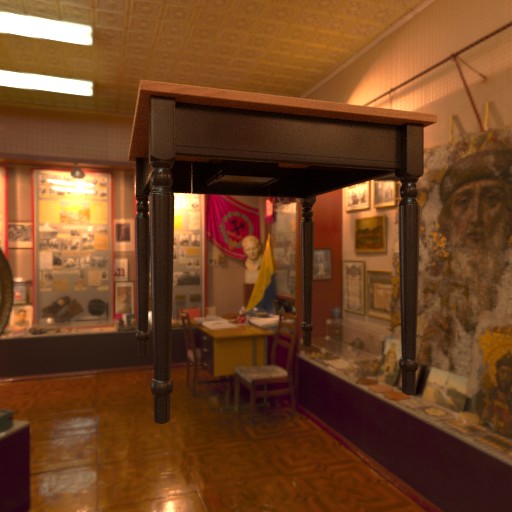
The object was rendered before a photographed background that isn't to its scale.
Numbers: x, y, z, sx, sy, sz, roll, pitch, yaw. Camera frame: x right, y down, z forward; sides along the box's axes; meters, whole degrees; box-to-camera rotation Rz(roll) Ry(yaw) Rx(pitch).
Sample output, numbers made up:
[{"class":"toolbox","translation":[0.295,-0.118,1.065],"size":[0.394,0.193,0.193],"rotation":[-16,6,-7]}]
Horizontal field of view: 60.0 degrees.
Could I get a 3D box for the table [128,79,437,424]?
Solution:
[{"class":"table","translation":[0.000,0.000,1.391],"size":[0.747,0.738,0.747],"rotation":[0,0,-18]}]
